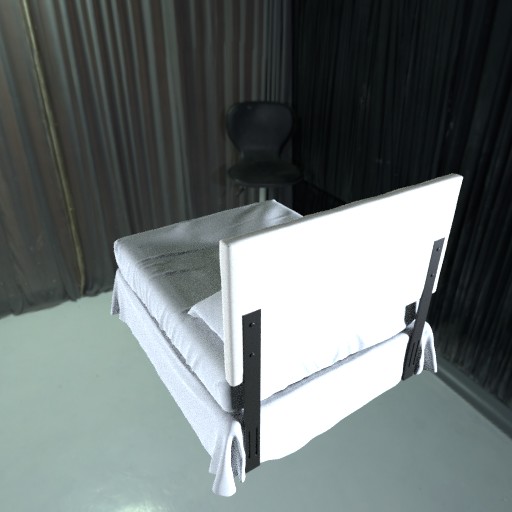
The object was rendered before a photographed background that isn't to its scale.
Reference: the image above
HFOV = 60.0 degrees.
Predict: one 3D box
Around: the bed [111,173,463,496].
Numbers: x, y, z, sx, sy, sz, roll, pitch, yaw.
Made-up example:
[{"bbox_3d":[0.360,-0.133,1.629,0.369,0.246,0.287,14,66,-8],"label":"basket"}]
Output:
[{"bbox_3d":[0.000,0.000,3.380,1.936,1.577,2.222,-18,34,-28],"label":"bed"}]
